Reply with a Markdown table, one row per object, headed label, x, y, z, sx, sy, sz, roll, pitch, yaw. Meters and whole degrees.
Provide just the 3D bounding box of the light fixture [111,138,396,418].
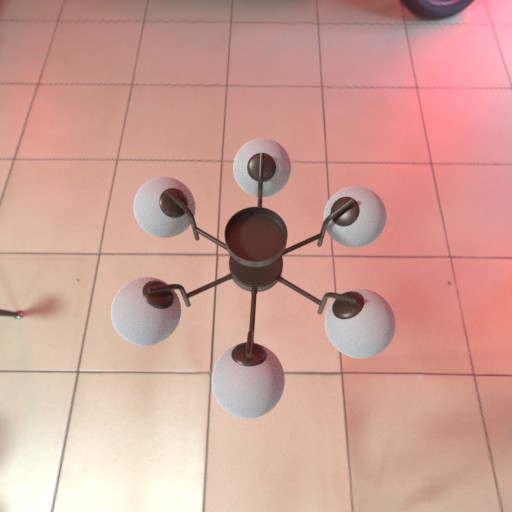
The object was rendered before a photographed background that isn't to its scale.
| label | x | y | z | sx | sy | sz | roll | pitch | yaw |
| --- | --- | --- | --- | --- | --- | --- | --- | --- | --- |
| light fixture | 0.000 | 0.000 | 0.965 | 0.662 | 0.201 | 0.662 | 0 | 64 | 0 |
